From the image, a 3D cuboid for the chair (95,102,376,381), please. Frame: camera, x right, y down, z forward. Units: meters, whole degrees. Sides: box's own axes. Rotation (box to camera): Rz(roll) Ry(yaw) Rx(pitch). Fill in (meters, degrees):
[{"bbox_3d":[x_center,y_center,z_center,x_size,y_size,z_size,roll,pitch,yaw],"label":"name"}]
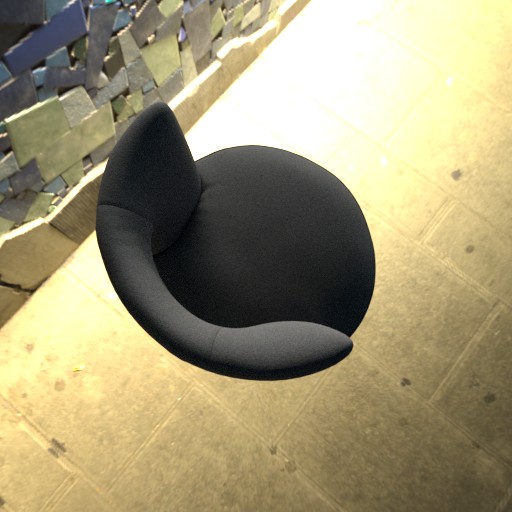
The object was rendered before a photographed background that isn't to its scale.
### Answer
[{"bbox_3d":[0.000,0.000,1.257,0.660,0.719,0.689,-35,77,-9],"label":"chair"}]
